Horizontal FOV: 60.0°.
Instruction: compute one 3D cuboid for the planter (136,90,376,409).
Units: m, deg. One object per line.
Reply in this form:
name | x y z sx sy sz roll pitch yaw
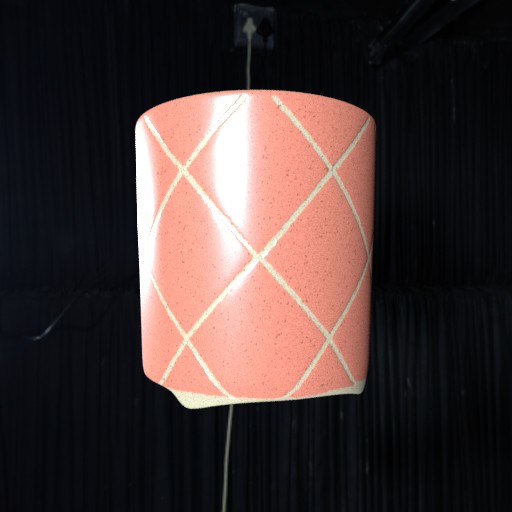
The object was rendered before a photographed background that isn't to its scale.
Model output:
planter | 0.000 0.000 0.362 0.191 0.200 0.191 0 -1 0
